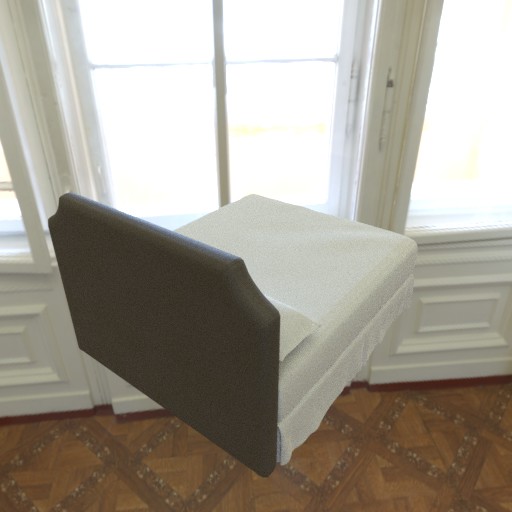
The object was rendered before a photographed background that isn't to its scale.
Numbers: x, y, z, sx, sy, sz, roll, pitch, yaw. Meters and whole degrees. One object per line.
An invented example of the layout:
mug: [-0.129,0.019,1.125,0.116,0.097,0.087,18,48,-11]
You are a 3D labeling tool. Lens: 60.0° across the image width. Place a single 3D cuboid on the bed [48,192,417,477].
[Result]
bed: [0.000,0.000,3.927,2.194,1.561,2.536,21,36,32]
